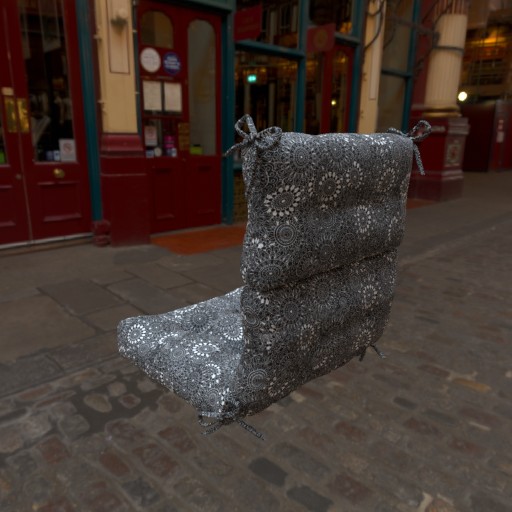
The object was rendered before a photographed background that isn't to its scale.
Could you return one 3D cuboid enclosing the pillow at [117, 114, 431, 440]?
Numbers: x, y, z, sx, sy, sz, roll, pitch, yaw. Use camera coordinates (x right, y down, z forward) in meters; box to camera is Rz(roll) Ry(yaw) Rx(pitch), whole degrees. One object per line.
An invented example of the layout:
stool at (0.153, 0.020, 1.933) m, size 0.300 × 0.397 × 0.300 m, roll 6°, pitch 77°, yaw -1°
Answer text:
pillow at (0.000, 0.000, 1.032) m, size 0.519 × 0.605 × 0.571 m, roll -14°, pitch 21°, yaw -42°
